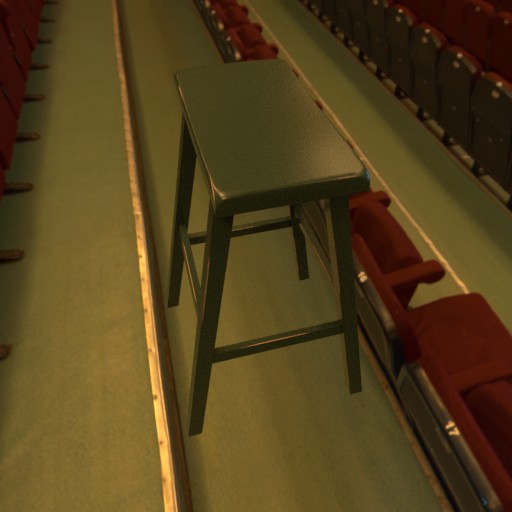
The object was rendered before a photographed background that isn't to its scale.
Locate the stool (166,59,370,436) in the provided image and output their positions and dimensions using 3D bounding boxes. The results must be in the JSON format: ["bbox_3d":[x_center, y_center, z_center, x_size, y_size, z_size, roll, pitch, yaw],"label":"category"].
[{"bbox_3d":[0.000,0.000,1.056,0.476,0.737,0.457,-11,47,-10],"label":"stool"}]
